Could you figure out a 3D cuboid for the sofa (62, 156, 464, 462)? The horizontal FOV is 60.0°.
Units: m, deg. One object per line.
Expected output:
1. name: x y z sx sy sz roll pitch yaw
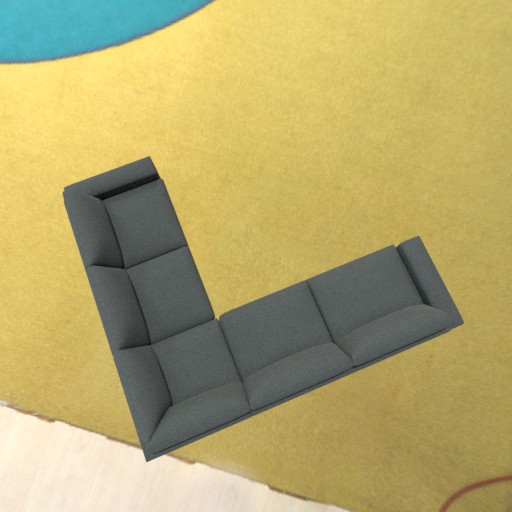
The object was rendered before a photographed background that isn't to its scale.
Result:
1. sofa: 0.000 0.000 4.671 3.277 0.965 2.895 -22 76 -5
